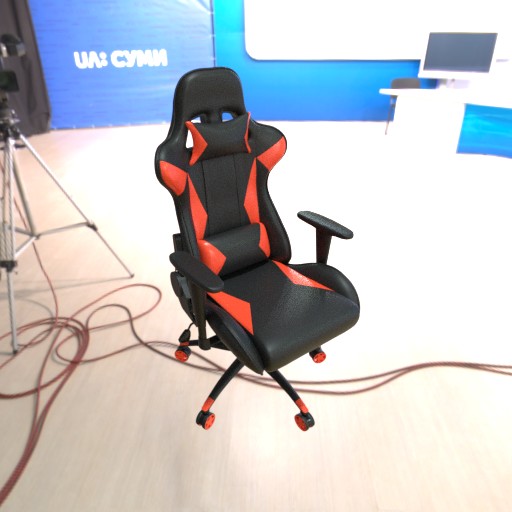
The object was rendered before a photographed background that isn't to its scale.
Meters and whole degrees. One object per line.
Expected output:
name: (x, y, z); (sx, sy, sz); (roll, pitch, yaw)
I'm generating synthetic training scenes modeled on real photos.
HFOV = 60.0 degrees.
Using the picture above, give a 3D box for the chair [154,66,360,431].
chair: (0.000, 0.000, 1.687); (0.695, 1.282, 0.730); (-20, 35, -32)
